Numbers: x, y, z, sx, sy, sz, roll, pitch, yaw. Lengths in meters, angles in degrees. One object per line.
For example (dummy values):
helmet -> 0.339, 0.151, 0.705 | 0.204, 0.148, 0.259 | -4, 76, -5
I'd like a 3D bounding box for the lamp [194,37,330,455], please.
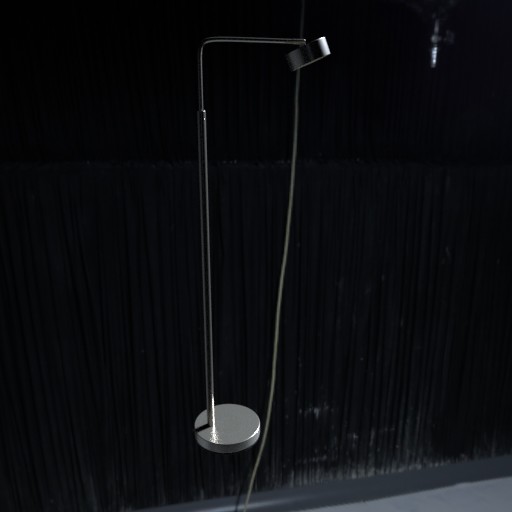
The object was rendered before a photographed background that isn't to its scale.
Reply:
lamp -> 0.000, 0.000, 1.377 | 0.421, 1.250, 0.222 | -2, 15, -9
